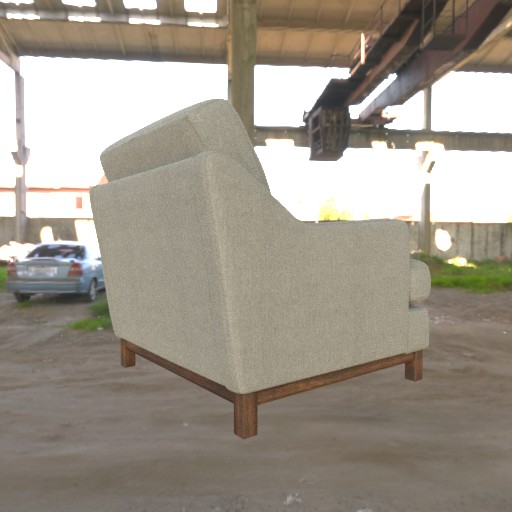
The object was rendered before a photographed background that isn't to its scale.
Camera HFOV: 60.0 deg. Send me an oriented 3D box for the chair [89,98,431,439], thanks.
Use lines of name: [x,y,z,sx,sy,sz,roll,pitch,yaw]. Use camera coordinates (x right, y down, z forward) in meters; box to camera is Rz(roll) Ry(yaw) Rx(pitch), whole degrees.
chair: [0.000,0.000,1.528,0.892,0.821,0.826,-2,2,-38]
